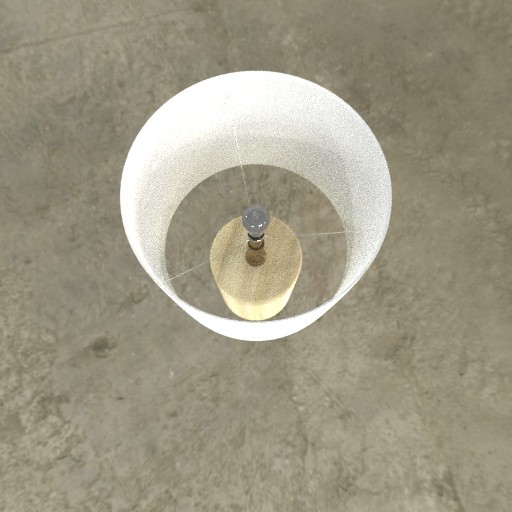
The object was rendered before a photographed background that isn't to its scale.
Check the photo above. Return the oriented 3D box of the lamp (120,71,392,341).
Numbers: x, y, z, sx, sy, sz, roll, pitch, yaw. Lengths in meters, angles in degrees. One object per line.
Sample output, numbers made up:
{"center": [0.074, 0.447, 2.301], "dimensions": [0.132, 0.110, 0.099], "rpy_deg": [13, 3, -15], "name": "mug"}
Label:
{"center": [0.000, 0.000, 0.583], "dimensions": [0.228, 0.444, 0.228], "rpy_deg": [15, 76, 4], "name": "lamp"}
